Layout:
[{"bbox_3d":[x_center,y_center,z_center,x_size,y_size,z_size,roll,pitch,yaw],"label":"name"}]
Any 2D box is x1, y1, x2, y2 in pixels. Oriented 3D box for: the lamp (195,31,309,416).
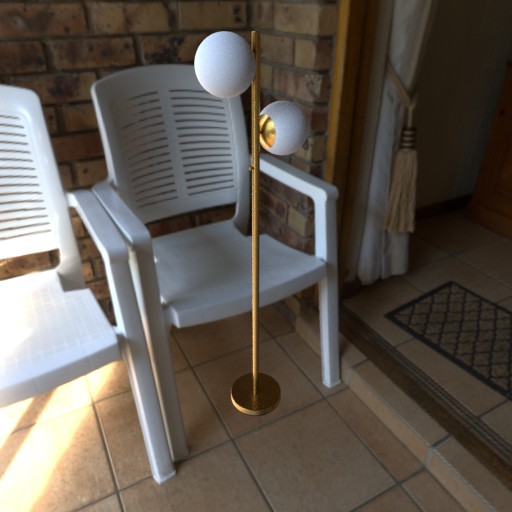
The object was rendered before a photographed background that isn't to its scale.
[{"bbox_3d":[0.000,0.000,1.802,0.419,1.641,0.249,-19,36,-29],"label":"lamp"}]
